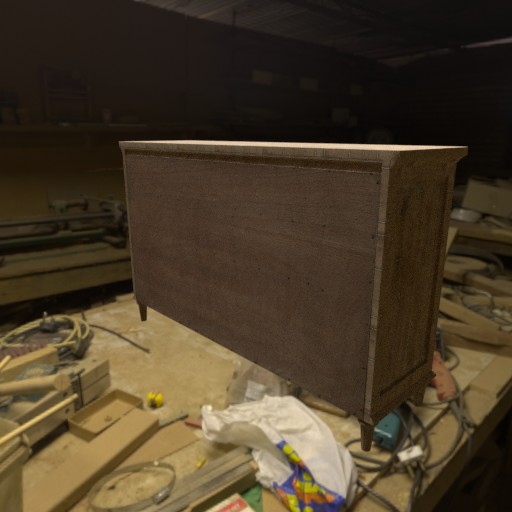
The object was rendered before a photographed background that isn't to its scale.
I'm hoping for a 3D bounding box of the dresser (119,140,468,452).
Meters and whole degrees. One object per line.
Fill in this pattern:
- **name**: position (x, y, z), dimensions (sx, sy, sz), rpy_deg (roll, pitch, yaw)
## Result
- **dresser**: position (0.000, 0.000, 2.067), dimensions (0.457, 1.016, 1.626), rpy_deg (-14, 21, -42)
